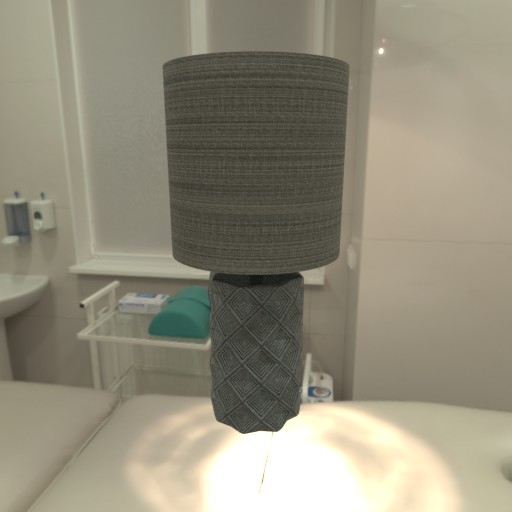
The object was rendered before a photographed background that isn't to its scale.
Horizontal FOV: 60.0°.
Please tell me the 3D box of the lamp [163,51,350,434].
[{"bbox_3d":[0.000,0.000,0.721,0.268,0.566,0.269,2,15,9],"label":"lamp"}]
